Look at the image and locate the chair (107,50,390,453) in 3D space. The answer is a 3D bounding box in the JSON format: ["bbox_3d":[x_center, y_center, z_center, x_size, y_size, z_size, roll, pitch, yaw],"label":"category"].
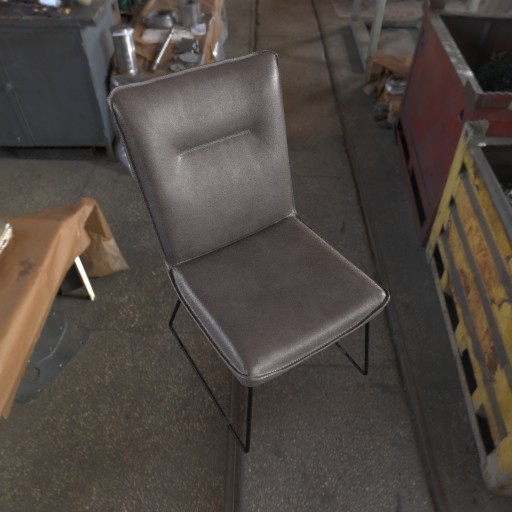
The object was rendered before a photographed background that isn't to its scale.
[{"bbox_3d":[0.000,0.000,1.347,0.515,0.932,0.688,-25,51,-22],"label":"chair"}]
